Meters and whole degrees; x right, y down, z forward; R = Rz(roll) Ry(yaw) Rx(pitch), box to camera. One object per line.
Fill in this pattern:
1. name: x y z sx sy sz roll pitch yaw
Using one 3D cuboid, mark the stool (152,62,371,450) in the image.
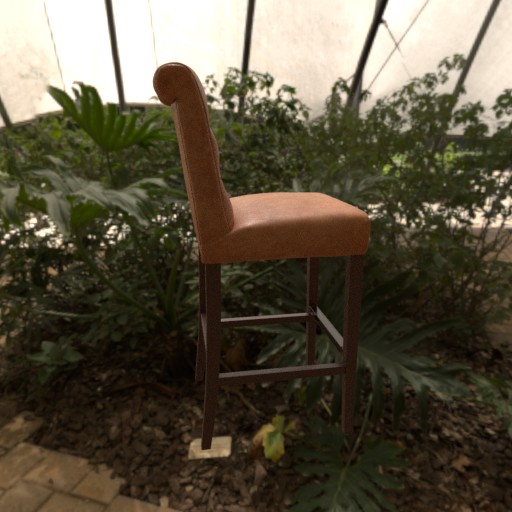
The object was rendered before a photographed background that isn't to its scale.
1. stool: 0.000 0.000 1.489 0.601 1.140 0.493 -3 16 -10
